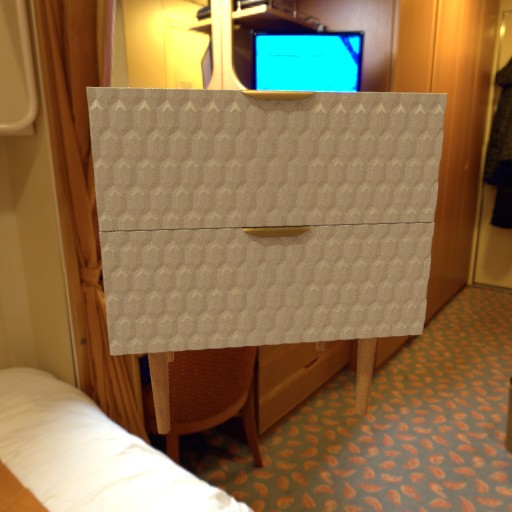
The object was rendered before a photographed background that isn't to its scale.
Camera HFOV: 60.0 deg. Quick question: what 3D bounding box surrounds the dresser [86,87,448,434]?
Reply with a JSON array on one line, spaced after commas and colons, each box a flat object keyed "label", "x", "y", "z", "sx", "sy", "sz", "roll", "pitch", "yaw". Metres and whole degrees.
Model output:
[{"label": "dresser", "x": 0.000, "y": 0.000, "z": 0.867, "sx": 0.503, "sy": 0.568, "sz": 0.414, "roll": -2, "pitch": 14, "yaw": -8}]
